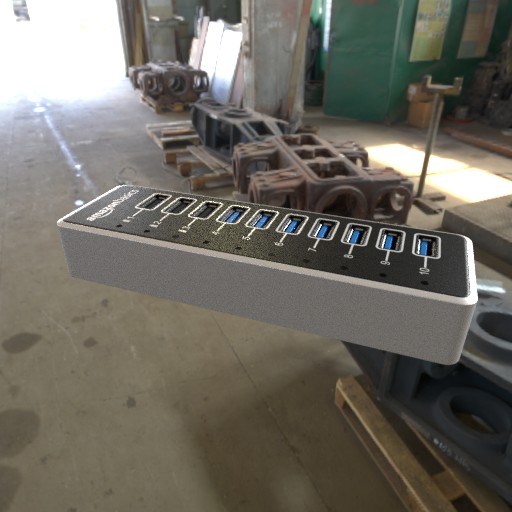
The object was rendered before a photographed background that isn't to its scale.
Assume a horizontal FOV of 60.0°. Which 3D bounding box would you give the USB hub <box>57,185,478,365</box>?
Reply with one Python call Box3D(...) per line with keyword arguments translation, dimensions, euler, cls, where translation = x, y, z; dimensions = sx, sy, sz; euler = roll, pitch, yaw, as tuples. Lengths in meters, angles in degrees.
Box3D(translation=(0.000, 0.000, 0.165), dimensions=(0.145, 0.023, 0.044), euler=(11, 32, 18), cls="USB hub")
